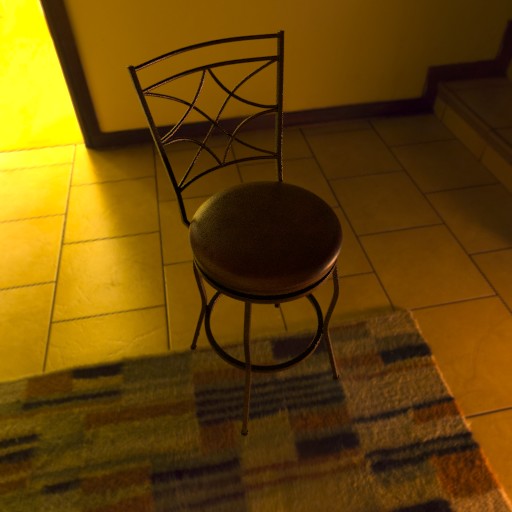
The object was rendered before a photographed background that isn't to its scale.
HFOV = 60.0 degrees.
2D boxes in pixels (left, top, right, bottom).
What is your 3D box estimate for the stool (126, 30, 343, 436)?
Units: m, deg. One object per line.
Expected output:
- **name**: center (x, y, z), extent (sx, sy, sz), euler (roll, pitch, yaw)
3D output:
- **stool**: center (0.000, 0.000, 1.374), extent (0.434, 1.117, 0.534), euler (-24, 51, -21)
